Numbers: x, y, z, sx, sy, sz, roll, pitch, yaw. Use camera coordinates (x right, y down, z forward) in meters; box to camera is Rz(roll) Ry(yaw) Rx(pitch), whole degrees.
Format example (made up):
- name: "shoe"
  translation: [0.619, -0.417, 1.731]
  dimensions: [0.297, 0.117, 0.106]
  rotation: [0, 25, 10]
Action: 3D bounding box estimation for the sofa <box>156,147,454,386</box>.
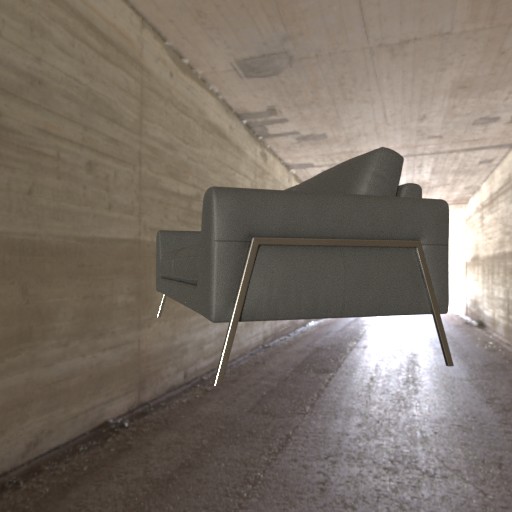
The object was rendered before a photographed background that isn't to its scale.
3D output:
- name: "sofa"
  translation: [0.000, 0.000, 2.505]
  dimensions: [0.953, 0.875, 2.017]
  rotation: [0, -2, -18]
